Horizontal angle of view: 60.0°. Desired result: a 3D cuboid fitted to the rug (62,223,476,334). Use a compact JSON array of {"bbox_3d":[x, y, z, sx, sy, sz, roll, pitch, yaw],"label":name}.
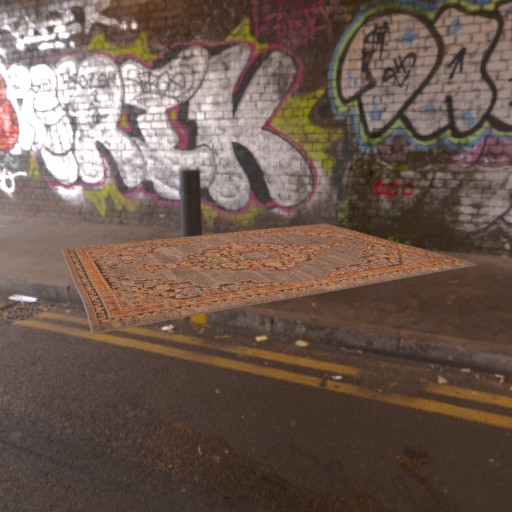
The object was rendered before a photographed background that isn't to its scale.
[{"bbox_3d":[0.000,0.000,3.757,2.901,0.026,2.043,-7,16,-26],"label":"rug"}]
